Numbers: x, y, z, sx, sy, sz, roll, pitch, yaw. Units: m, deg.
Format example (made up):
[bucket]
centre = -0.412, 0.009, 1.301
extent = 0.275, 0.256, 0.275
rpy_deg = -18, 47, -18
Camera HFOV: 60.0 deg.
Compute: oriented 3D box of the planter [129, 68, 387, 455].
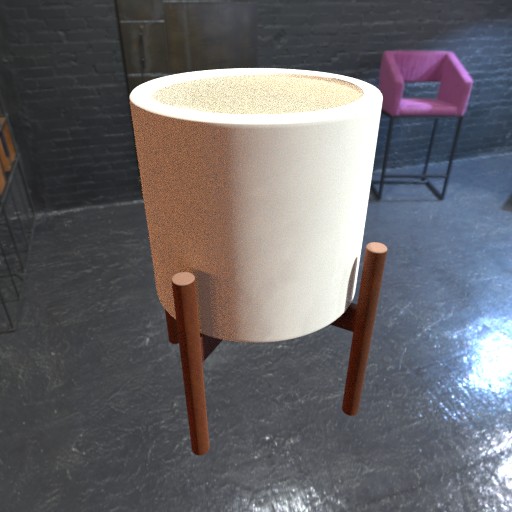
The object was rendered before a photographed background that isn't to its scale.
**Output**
[planter]
centre = 0.000, 0.000, 0.494
extent = 0.224, 0.358, 0.224
rpy_deg = -9, 32, -14
